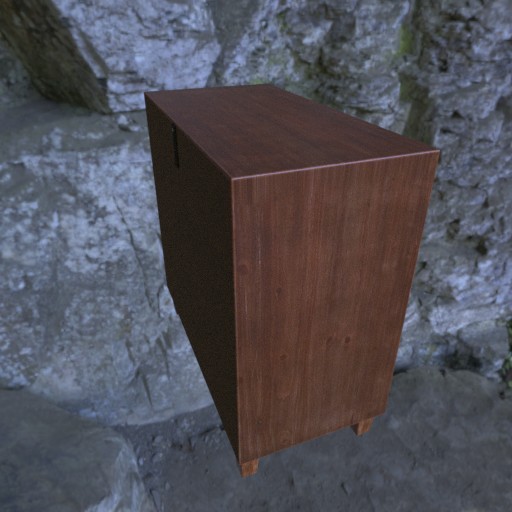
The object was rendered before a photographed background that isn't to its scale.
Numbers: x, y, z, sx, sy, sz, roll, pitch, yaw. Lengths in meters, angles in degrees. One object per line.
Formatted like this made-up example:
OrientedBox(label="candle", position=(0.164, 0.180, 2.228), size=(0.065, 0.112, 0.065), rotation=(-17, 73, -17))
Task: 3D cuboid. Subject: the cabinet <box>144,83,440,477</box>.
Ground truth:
OrientedBox(label="cabinet", position=(0.000, 0.000, 1.255), size=(0.412, 0.785, 0.796), rotation=(-11, 32, -19))
